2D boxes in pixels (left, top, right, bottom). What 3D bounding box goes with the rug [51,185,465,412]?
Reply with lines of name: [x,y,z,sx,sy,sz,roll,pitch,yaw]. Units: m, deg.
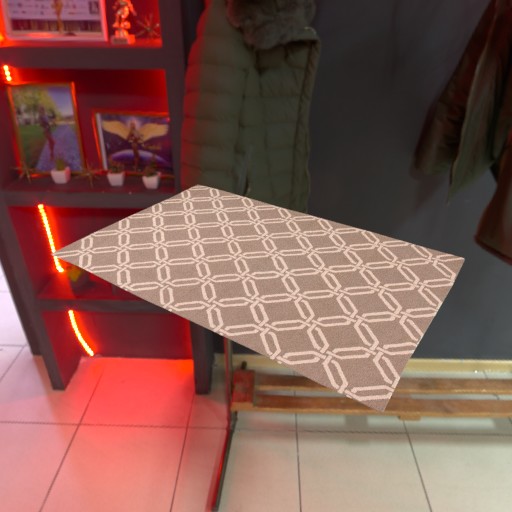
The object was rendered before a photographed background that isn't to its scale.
rug: [0.000,0.000,2.213,1.748,0.010,1.142,19,36,29]
